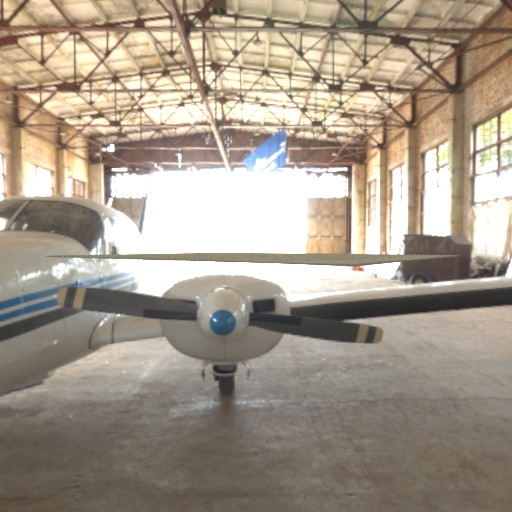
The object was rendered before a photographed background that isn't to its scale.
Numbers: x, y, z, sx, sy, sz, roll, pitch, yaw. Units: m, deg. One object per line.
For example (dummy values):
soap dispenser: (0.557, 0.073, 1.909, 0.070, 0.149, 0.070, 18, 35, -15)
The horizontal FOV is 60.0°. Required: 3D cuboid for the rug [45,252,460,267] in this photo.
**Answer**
rug: (0.000, 0.000, 4.057, 2.980, 0.012, 2.363, 1, 2, 36)
